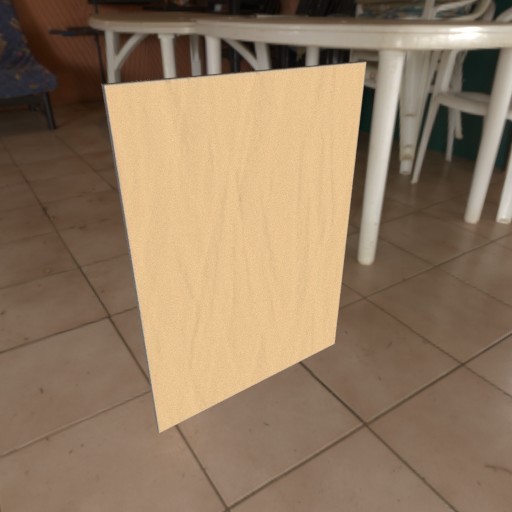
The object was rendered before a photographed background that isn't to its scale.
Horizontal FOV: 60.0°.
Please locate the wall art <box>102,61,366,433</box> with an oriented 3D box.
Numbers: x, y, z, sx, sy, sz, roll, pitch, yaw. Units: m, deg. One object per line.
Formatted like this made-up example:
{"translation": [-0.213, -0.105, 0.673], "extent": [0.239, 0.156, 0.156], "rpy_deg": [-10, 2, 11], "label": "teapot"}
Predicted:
{"translation": [0.000, 0.000, 1.439], "extent": [0.810, 1.116, 0.016], "rpy_deg": [-19, 34, -30], "label": "wall art"}
